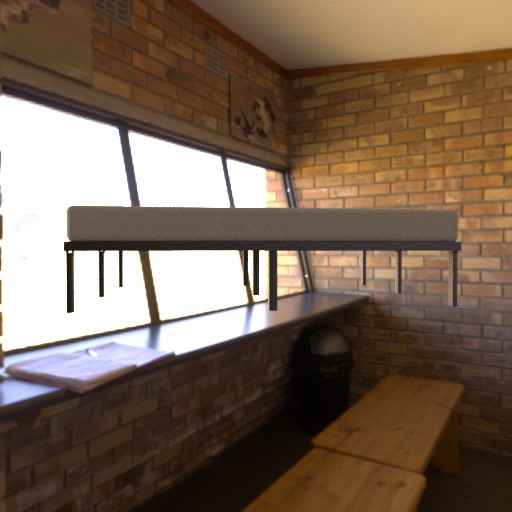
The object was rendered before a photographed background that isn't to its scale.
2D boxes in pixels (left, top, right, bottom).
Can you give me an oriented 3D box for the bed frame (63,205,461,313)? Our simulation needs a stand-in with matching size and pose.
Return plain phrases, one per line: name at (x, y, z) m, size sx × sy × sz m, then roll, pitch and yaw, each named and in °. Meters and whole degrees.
bed frame at (0.000, 0.000, 3.838) m, size 2.842 × 0.680 × 2.205 m, roll 0°, pitch 1°, yaw 0°
